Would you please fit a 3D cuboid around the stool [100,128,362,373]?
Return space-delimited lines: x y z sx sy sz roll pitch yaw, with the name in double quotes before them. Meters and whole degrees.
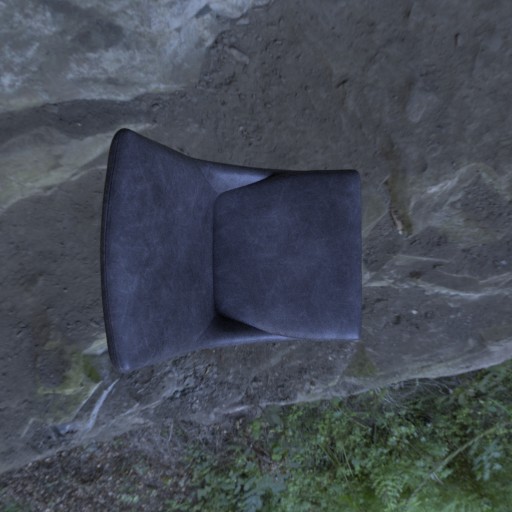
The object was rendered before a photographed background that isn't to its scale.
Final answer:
"stool" 0.000 0.000 1.357 0.587 1.046 0.492 0 89 1
